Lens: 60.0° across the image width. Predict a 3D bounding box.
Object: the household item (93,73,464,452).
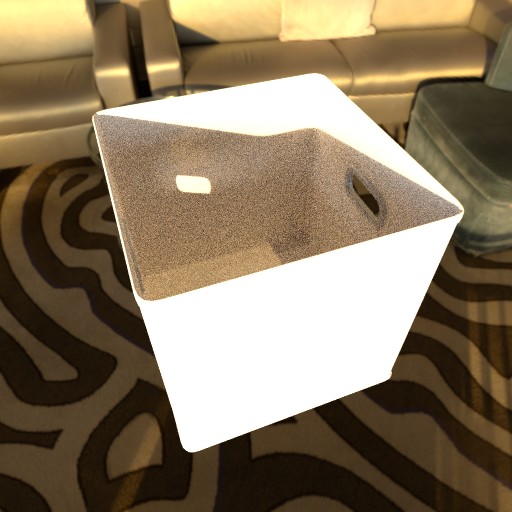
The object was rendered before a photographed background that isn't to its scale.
[{"bbox_3d":[0.000,0.000,0.569,0.305,0.305,0.305,-15,49,-14],"label":"household item"}]
